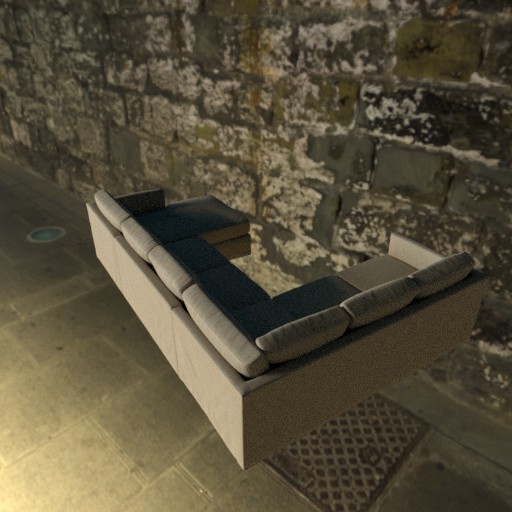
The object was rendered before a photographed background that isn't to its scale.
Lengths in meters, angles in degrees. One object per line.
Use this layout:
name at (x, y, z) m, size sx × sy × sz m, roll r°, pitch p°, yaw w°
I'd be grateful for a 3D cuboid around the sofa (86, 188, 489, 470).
sofa at (0.000, 0.000, 4.504) m, size 2.427 × 0.882 × 3.460 m, roll -18°, pitch 34°, yaw -28°
